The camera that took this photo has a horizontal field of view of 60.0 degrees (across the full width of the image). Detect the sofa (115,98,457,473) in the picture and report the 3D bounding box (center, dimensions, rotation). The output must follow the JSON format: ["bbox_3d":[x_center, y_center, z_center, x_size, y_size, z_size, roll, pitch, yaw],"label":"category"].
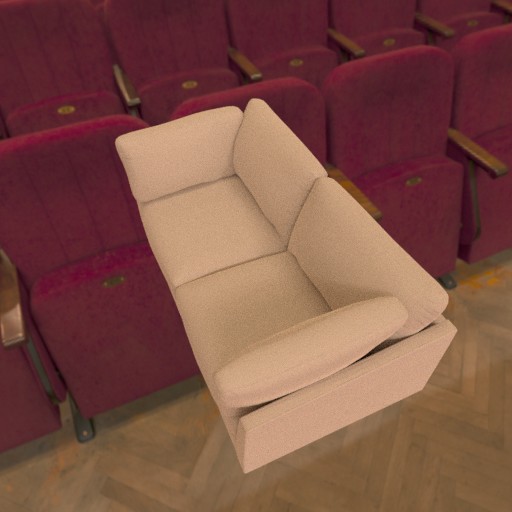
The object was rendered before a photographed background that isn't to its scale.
[{"bbox_3d":[0.000,0.000,2.286,0.970,0.836,1.776,-18,50,-16],"label":"sofa"}]
